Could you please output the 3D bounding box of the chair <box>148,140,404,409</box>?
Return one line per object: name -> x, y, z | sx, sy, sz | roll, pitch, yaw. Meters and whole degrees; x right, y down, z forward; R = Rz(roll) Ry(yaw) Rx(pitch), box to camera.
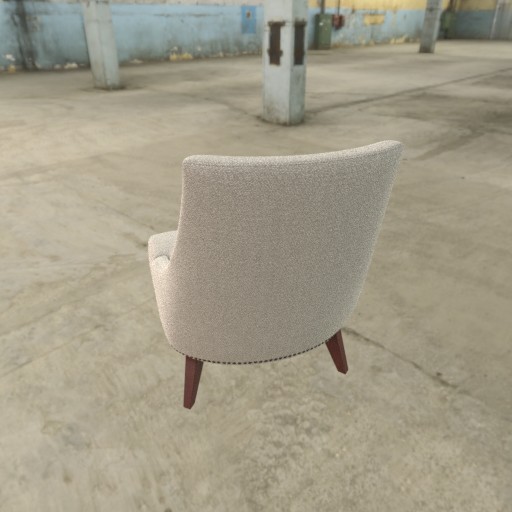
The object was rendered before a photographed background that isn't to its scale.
chair -> 0.000, 0.000, 1.530 | 0.701, 0.909, 0.861 | -8, 29, -15
